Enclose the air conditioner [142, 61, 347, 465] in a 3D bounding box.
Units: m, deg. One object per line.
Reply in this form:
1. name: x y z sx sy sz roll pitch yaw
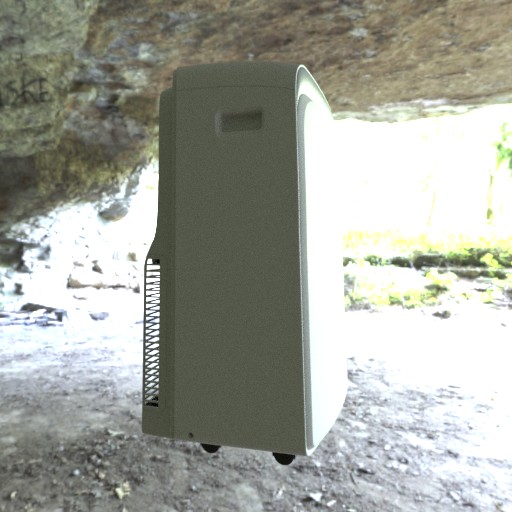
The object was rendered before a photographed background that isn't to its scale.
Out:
1. air conditioner: 0.000 0.000 0.946 0.365 0.700 0.454 0 1 19
